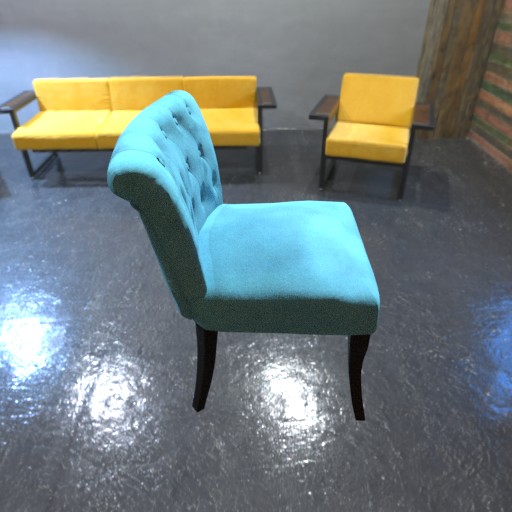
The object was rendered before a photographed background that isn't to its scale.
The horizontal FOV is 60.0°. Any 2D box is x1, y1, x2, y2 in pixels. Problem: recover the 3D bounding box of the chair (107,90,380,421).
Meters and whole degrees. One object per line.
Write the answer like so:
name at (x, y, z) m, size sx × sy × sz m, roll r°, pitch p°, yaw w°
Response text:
chair at (0.000, 0.000, 1.205) m, size 0.605 × 0.750 × 0.582 m, roll 1°, pitch 33°, yaw 1°
